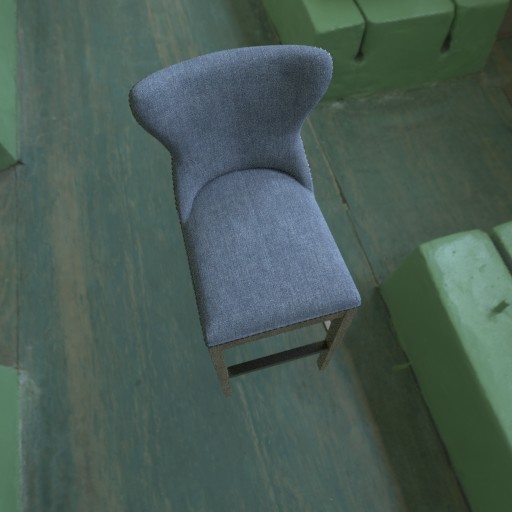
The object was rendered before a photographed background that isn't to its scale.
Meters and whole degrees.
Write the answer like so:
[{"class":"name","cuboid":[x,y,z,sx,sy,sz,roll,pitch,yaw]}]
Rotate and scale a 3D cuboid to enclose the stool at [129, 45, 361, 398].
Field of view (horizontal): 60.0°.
[{"class":"stool","cuboid":[0.000,0.000,1.423,0.494,1.123,0.606,-14,64,-7]}]
